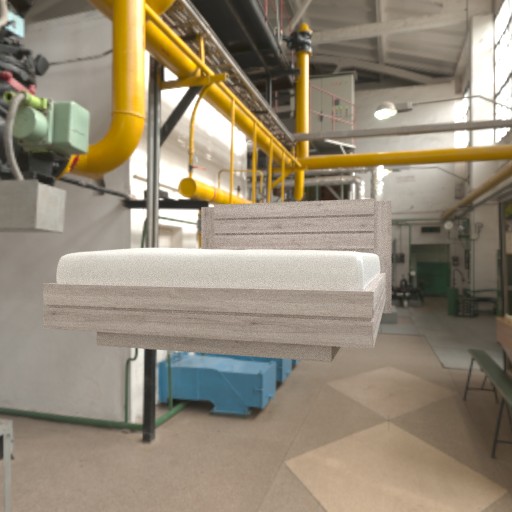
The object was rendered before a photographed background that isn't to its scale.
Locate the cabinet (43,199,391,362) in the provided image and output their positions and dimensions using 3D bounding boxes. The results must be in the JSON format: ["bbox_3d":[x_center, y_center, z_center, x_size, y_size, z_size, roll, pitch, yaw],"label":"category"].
[{"bbox_3d":[0.000,0.000,3.035,1.750,0.970,2.080,0,0,18],"label":"cabinet"}]
